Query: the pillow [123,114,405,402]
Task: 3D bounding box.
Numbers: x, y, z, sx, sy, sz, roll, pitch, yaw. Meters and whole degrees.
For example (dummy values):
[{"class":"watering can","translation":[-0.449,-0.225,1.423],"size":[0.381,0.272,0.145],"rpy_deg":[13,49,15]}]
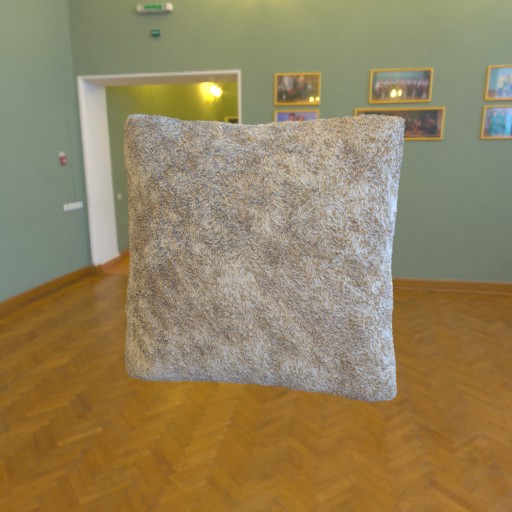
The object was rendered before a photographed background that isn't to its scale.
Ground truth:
[{"class":"pillow","translation":[0.000,0.000,0.815],"size":[0.529,0.515,0.218],"rpy_deg":[2,13,9]}]
